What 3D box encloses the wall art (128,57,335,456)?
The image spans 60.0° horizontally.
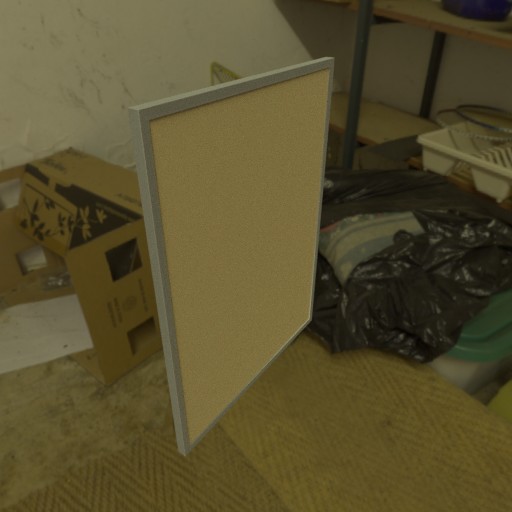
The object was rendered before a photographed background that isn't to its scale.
[{"bbox_3d":[0.000,0.000,1.368,0.034,1.042,0.789,20,37,29],"label":"wall art"}]
